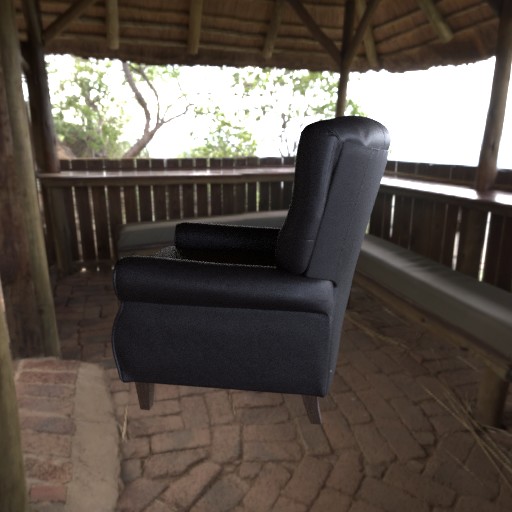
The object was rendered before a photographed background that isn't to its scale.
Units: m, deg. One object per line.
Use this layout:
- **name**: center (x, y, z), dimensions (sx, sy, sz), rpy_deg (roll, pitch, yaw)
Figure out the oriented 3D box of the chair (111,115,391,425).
- **chair**: center (0.000, 0.000, 1.933), dimensions (1.058, 1.158, 0.948), rpy_deg (2, 15, 8)
